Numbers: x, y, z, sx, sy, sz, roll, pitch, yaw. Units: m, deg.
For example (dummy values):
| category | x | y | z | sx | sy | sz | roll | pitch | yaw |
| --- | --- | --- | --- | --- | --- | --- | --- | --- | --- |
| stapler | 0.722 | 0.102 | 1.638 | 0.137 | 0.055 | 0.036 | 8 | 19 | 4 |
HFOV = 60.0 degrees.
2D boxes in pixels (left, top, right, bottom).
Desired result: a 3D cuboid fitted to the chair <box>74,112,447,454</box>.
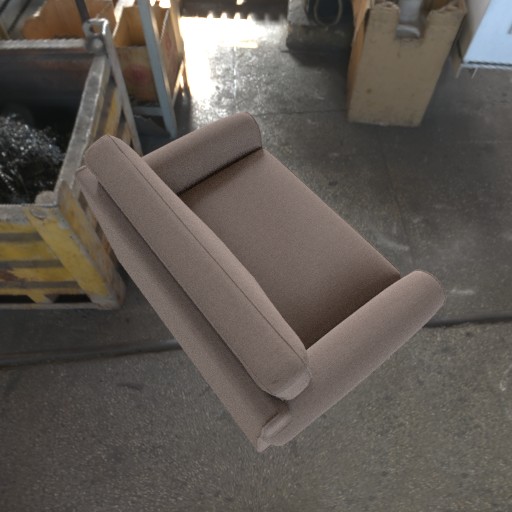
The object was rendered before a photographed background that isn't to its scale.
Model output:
| category | x | y | z | sx | sy | sz | roll | pitch | yaw |
| --- | --- | --- | --- | --- | --- | --- | --- | --- | --- |
| chair | 0.000 | 0.000 | 1.979 | 0.930 | 0.930 | 1.390 | -34 | 65 | -19 |
